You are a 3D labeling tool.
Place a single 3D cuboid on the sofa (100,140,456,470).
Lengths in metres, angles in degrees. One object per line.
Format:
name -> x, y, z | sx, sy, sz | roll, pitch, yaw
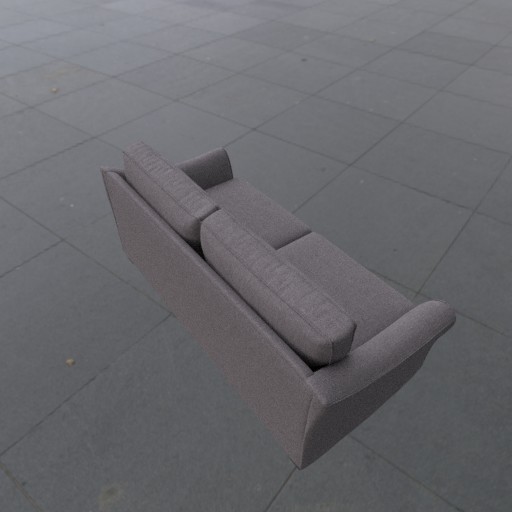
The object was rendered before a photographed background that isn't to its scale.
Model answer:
sofa -> 0.000, 0.000, 2.746 | 1.013, 0.976, 2.203 | -27, 48, -27
